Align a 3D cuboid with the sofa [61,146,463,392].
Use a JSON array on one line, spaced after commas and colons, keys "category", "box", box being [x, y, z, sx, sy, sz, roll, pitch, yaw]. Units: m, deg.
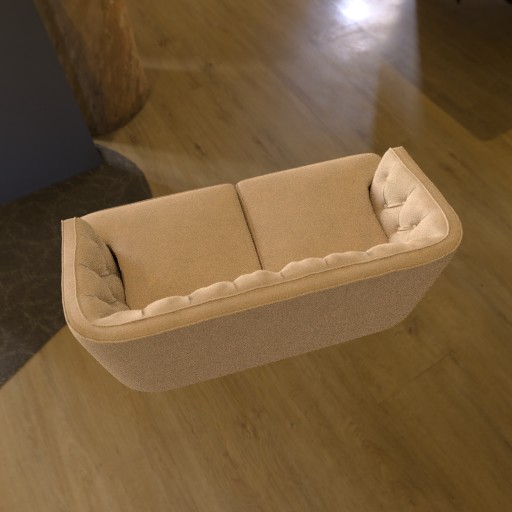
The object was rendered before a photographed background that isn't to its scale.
[{"category": "sofa", "box": [0.000, 0.000, 2.264, 1.731, 0.878, 0.940, -14, 61, -8]}]
